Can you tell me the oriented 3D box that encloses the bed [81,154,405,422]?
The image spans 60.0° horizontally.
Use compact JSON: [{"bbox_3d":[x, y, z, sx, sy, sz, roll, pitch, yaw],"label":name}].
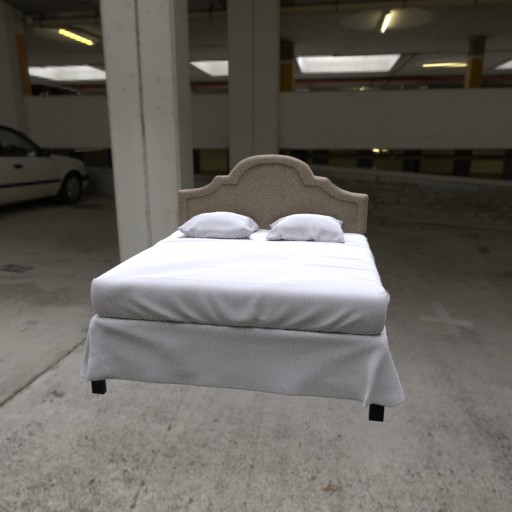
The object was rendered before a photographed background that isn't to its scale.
[{"bbox_3d":[0.000,0.000,3.780,2.303,1.631,2.222,2,15,9],"label":"bed"}]
